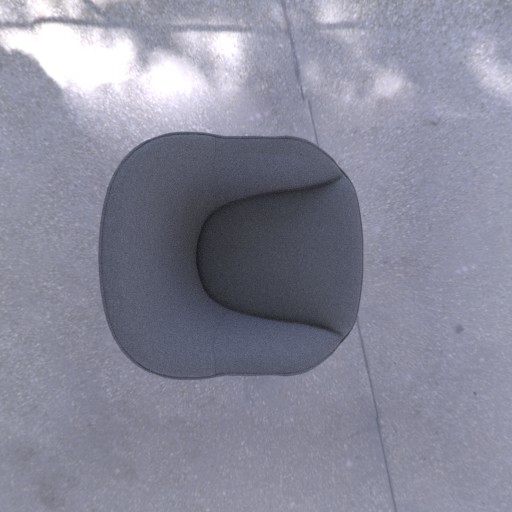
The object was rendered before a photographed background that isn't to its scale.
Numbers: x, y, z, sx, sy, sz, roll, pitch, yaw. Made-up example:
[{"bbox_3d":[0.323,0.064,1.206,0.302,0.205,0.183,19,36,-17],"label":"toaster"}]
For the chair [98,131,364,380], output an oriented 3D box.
[{"bbox_3d":[0.000,0.000,1.266,0.611,0.810,0.589,0,90,1],"label":"chair"}]
